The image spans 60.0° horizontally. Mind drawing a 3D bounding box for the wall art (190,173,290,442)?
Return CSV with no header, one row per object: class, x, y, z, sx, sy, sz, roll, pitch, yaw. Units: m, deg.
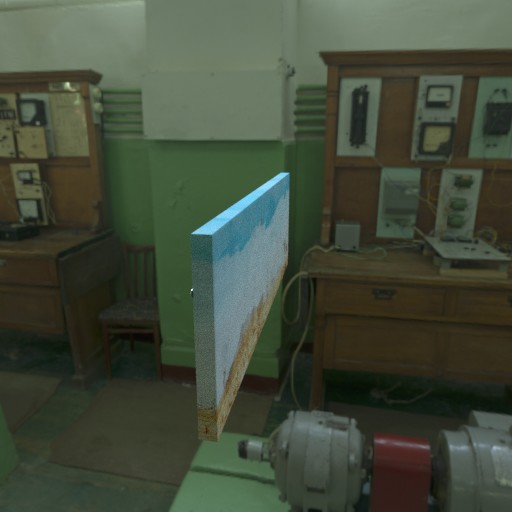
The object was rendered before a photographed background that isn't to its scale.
wall art,0.000,0.000,0.854,0.044,0.254,0.759,3,16,10
